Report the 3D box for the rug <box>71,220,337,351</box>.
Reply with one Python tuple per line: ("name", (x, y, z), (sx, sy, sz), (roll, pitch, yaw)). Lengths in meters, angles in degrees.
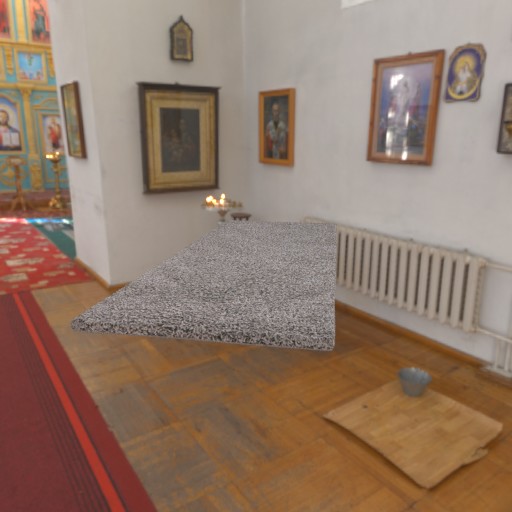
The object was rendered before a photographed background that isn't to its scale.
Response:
("rug", (0.000, 0.000, 1.704), (0.609, 0.030, 1.524), (2, 14, 10))
